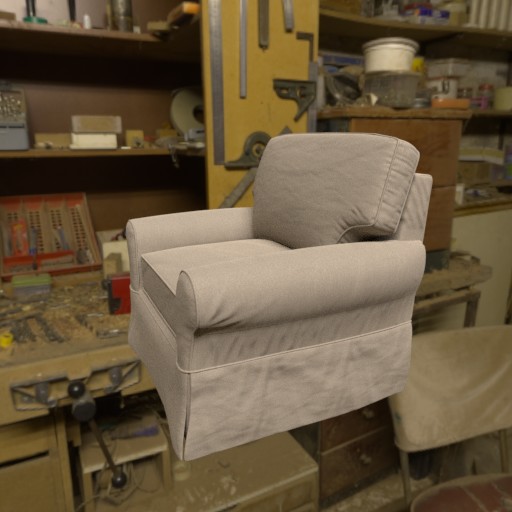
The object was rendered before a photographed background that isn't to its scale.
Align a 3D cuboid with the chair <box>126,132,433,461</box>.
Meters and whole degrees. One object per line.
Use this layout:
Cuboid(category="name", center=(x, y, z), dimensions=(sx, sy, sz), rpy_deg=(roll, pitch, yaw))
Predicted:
Cuboid(category="chair", center=(0.000, 0.000, 1.892), dimensions=(0.988, 1.017, 1.135), rpy_deg=(-7, 16, -24))
